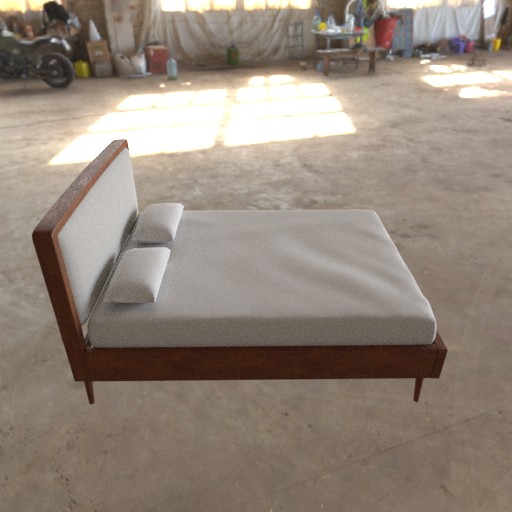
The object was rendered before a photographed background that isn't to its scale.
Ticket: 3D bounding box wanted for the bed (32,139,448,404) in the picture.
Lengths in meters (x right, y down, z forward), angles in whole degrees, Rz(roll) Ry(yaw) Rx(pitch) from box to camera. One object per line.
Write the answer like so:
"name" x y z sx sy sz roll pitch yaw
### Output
"bed" 0.000 0.000 3.143 2.196 1.275 1.587 0 31 -1
